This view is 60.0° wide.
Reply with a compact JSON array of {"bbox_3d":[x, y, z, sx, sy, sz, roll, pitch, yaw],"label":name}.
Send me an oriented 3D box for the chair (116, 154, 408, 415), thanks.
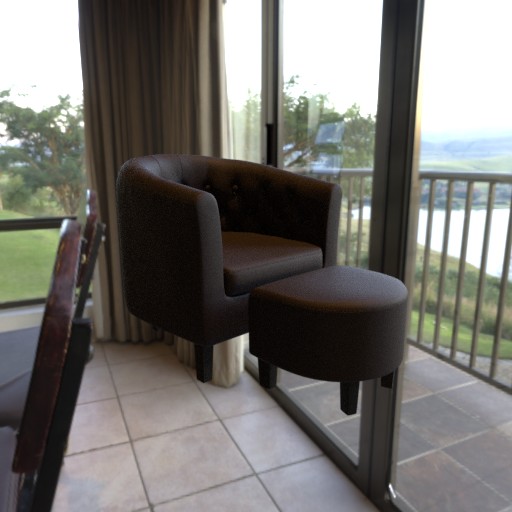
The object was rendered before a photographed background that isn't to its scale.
[{"bbox_3d":[0.000,0.000,1.684,0.763,0.760,1.191,-12,17,-42],"label":"chair"}]
